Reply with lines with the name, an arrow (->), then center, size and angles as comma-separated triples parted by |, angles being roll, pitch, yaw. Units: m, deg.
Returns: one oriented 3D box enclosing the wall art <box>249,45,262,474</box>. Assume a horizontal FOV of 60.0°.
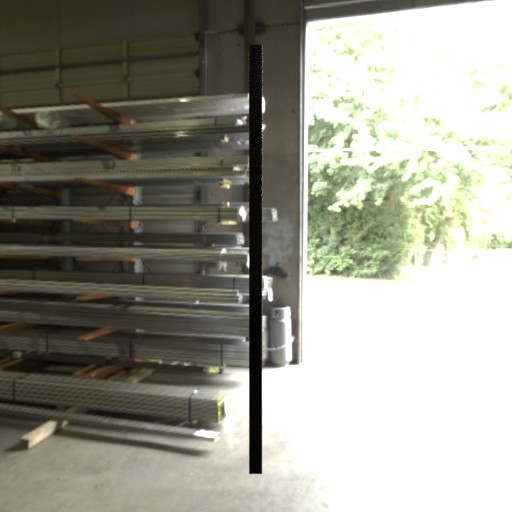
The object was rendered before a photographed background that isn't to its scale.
wall art -> 0.000, 0.000, 0.681 | 0.014, 0.445, 0.446 | 0, 2, 0
